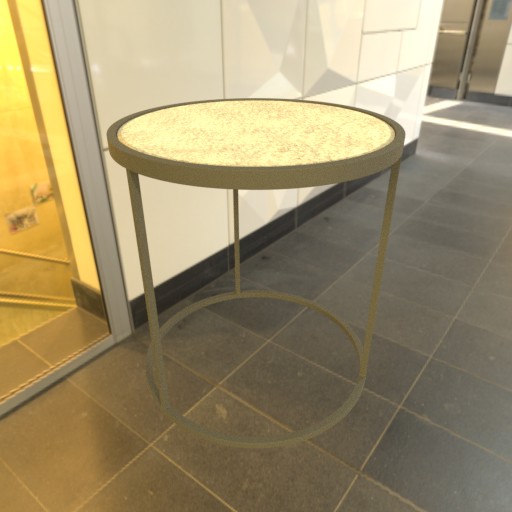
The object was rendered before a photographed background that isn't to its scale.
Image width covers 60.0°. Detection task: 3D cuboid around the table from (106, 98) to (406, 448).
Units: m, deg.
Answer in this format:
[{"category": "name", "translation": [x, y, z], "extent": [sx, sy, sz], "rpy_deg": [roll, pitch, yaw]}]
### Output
[{"category": "table", "translation": [0.000, 0.000, 0.847], "extent": [0.470, 0.498, 0.470], "rpy_deg": [0, 29, 0]}]
